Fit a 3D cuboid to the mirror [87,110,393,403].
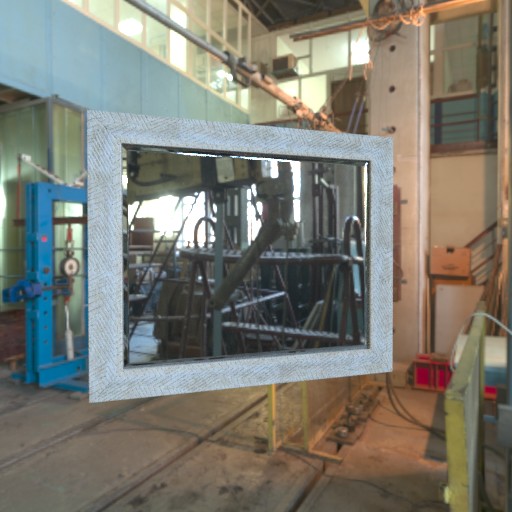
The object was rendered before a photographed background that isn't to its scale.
[{"bbox_3d":[0.000,0.000,1.181,0.839,0.689,0.028,0,1,-18],"label":"mirror"}]
